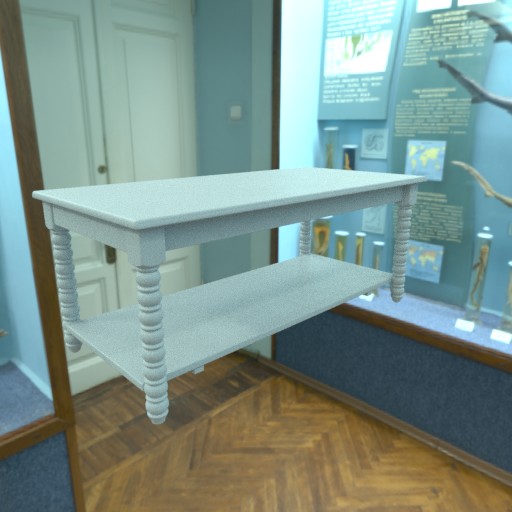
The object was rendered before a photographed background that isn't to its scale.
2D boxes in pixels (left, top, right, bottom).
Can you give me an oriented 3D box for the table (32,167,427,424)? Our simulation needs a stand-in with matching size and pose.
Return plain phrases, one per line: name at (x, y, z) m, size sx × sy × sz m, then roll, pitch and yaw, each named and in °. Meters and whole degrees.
table at (0.000, 0.000, 1.477) m, size 1.171 × 0.487 × 0.580 m, roll -15°, pitch 22°, yaw -42°
